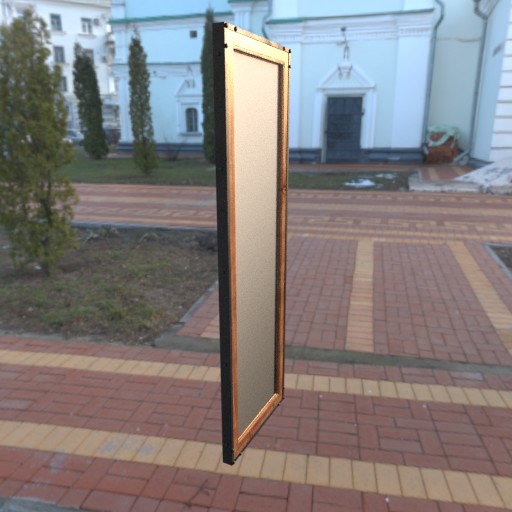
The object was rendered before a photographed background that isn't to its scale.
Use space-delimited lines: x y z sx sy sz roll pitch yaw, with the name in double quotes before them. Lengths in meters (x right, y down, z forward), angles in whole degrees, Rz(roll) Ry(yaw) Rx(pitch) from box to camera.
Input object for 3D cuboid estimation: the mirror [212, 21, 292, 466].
"mirror" 0.000 0.000 1.196 0.042 1.080 0.354 8 17 26
